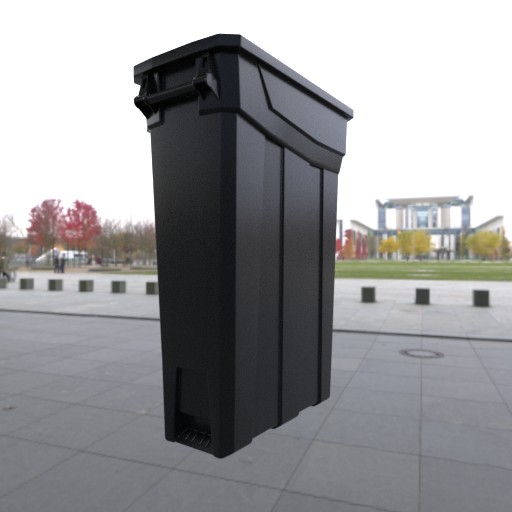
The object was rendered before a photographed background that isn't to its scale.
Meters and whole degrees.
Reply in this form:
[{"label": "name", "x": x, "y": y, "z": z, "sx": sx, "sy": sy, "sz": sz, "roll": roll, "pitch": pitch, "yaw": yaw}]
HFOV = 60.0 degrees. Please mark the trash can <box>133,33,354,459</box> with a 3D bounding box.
[{"label": "trash can", "x": 0.000, "y": 0.000, "z": 1.038, "sx": 0.281, "sy": 0.762, "sz": 0.559, "roll": 0, "pitch": 0, "yaw": 36}]
